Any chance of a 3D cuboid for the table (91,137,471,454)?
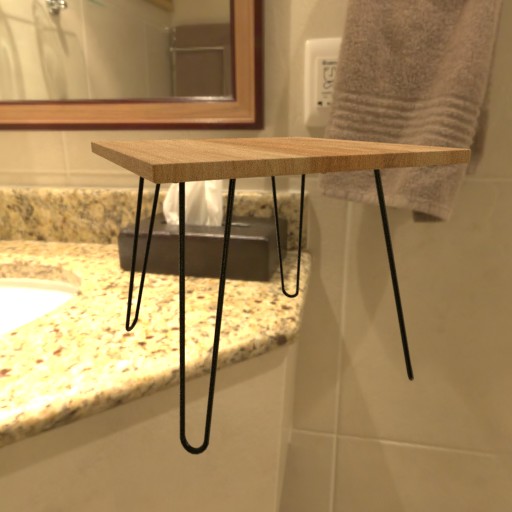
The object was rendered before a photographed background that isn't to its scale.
[{"bbox_3d":[0.000,0.000,1.026,0.599,0.500,0.599,-9,19,-25],"label":"table"}]
